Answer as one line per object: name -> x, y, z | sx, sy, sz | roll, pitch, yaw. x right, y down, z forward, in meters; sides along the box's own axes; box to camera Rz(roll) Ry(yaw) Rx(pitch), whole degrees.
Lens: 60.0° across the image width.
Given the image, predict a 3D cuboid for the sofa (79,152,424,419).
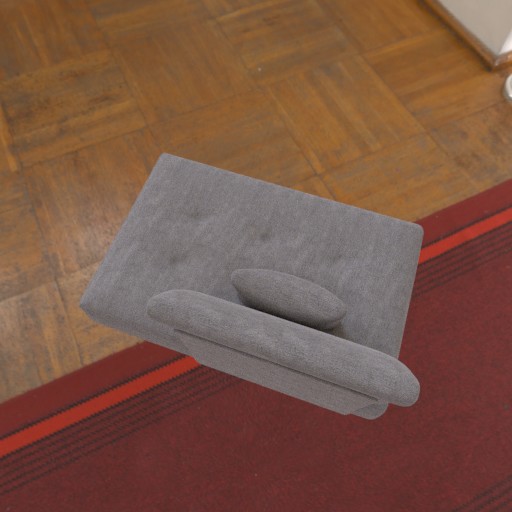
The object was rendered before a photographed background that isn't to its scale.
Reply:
sofa -> 0.000, 0.000, 1.981 | 1.450, 0.820, 1.002 | 17, 65, 8
